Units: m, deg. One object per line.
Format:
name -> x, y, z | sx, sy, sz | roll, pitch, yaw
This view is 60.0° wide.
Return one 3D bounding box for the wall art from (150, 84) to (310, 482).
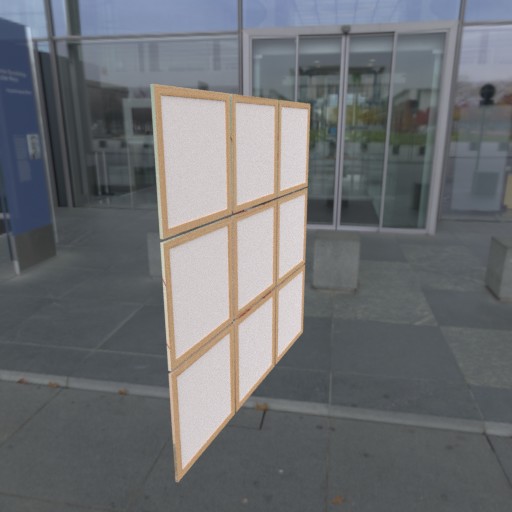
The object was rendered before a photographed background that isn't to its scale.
wall art -> 0.000, 0.000, 2.255 | 0.013, 1.523, 1.517 | 8, 18, 24
